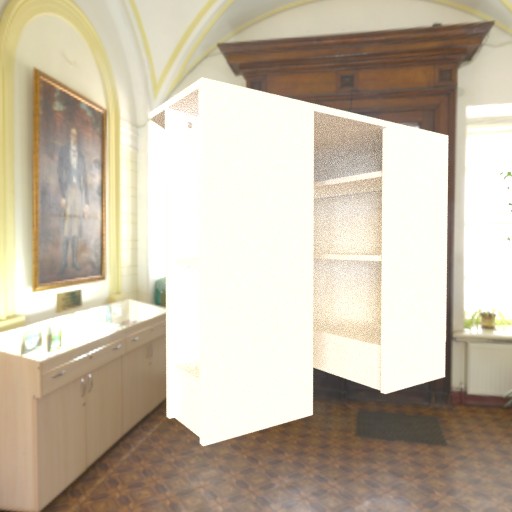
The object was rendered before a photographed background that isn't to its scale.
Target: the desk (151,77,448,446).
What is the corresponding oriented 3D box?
[{"bbox_3d":[0.000,0.000,1.630,0.926,0.818,0.940,-1,2,-34],"label":"desk"}]
